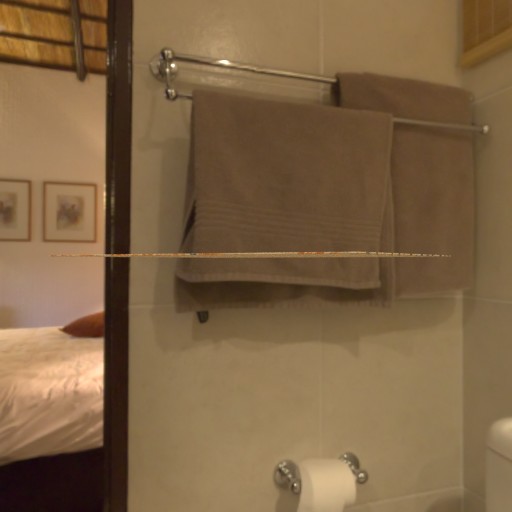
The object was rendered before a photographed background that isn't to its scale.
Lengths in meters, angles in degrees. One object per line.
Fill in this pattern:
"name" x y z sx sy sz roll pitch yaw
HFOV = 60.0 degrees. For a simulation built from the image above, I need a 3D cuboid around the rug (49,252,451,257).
"rug" 0.000 0.000 4.273 3.048 0.010 2.439 0 -1 34
